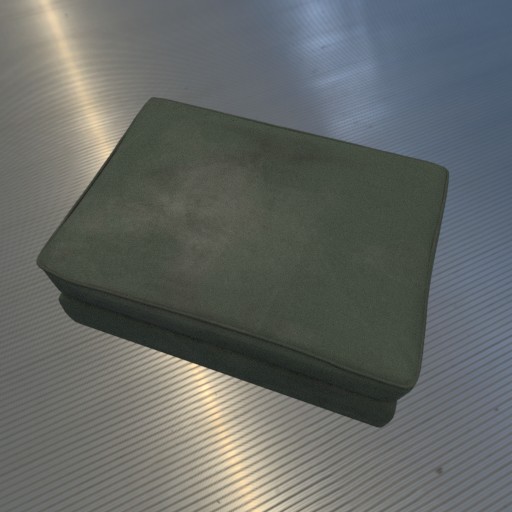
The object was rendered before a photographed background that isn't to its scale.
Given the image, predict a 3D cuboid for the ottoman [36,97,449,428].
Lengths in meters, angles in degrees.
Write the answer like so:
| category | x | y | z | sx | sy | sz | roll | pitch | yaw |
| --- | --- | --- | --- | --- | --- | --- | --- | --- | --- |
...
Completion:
| category | x | y | z | sx | sy | sz | roll | pitch | yaw |
| --- | --- | --- | --- | --- | --- | --- | --- | --- | --- |
| ottoman | 0.000 | 0.000 | 1.222 | 0.864 | 0.495 | 0.632 | 16 | 60 | 10 |
